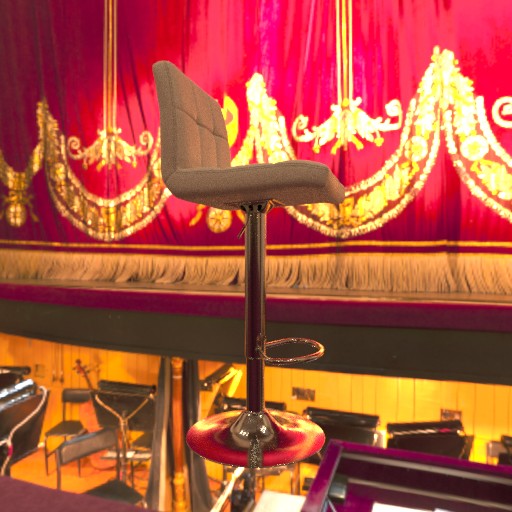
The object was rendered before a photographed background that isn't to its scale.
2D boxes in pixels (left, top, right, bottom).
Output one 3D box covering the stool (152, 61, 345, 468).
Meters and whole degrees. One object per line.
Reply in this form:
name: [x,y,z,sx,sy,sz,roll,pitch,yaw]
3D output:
stool: [0.000,0.000,1.365,0.505,1.115,0.430,0,1,17]
